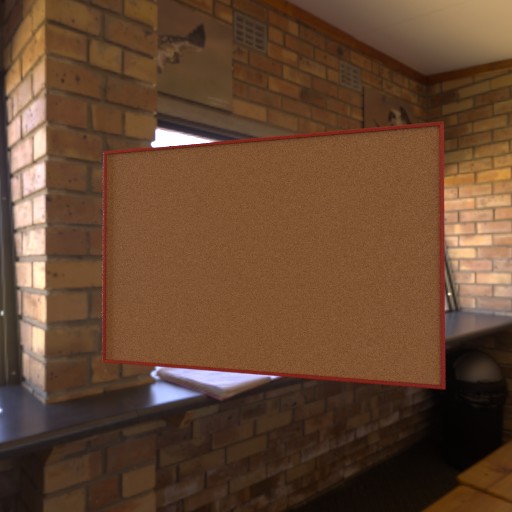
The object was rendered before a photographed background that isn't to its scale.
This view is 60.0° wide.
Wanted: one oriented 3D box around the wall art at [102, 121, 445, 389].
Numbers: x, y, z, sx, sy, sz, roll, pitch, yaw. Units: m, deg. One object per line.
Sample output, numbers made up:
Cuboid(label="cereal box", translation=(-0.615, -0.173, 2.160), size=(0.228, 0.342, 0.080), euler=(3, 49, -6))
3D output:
Cuboid(label="wall art", translation=(0.000, 0.000, 0.775), size=(0.607, 0.405, 0.033), euler=(0, -1, 17))
